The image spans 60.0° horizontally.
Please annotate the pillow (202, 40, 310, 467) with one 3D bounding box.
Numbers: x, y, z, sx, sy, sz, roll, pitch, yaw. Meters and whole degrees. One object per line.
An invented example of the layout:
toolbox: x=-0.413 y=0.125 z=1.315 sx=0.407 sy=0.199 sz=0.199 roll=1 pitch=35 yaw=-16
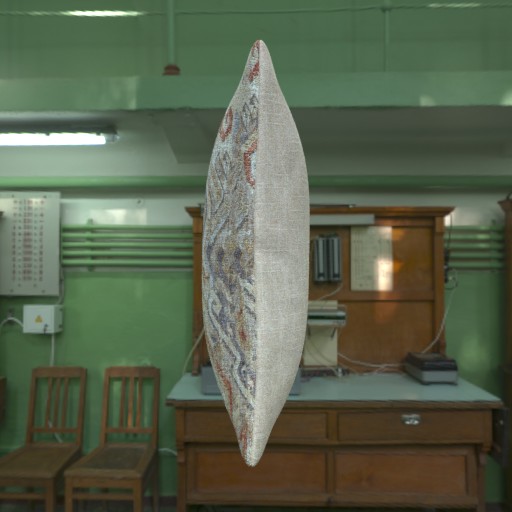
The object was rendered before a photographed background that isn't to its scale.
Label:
pillow: x=0.000 y=0.000 z=0.780 sx=0.166 sy=0.506 sz=0.523 roll=0 pitch=-1 yaw=0
